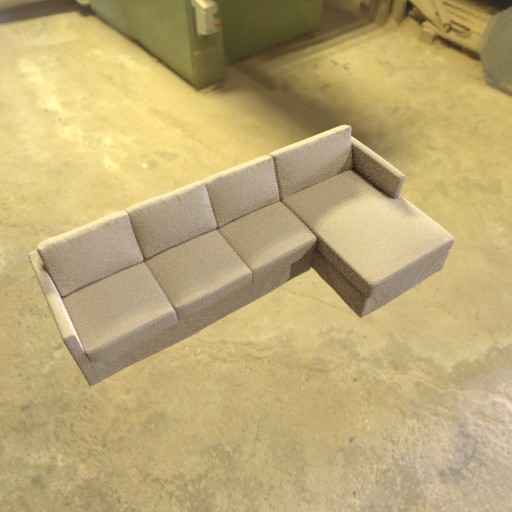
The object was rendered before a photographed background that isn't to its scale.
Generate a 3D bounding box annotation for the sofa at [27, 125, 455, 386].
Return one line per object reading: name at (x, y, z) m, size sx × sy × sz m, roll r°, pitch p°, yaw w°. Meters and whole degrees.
sofa at (0.000, 0.000, 3.739) m, size 3.206 × 0.871 × 1.622 m, roll -26°, pitch 54°, yaw -21°
